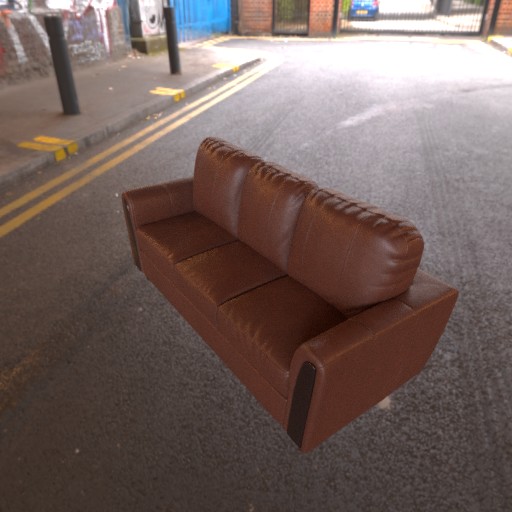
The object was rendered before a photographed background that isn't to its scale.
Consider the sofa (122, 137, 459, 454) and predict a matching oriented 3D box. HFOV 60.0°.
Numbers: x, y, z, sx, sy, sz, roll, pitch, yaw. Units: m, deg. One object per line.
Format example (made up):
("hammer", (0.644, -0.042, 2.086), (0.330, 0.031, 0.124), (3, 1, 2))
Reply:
("sofa", (0.000, 0.000, 2.374), (0.802, 0.915, 1.862), (-20, 36, -30))
